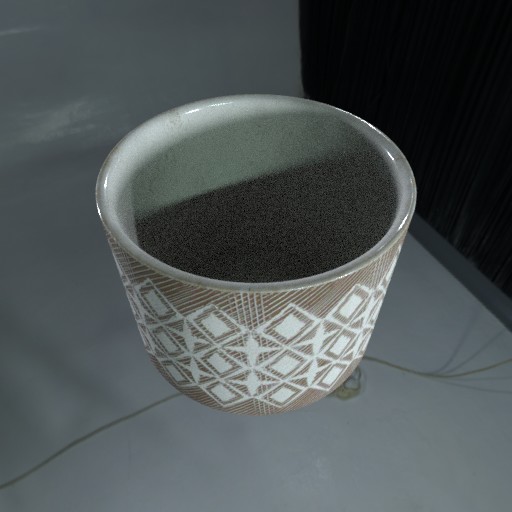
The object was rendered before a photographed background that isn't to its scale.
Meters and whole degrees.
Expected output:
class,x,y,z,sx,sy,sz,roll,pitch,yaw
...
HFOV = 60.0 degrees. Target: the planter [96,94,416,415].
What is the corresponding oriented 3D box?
class,x,y,z,sx,sy,sz,roll,pitch,yaw
planter,0.000,0.000,0.218,0.126,0.104,0.126,0,47,0
